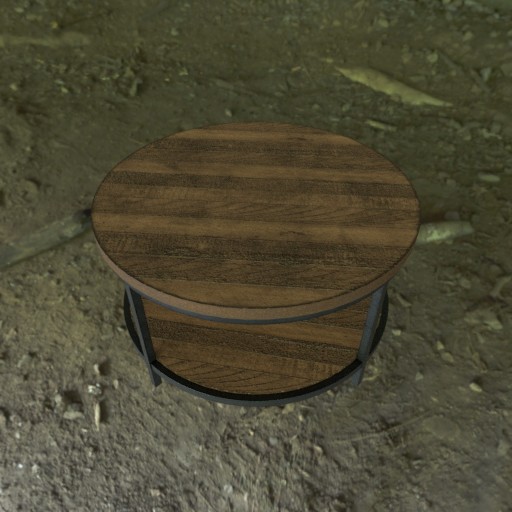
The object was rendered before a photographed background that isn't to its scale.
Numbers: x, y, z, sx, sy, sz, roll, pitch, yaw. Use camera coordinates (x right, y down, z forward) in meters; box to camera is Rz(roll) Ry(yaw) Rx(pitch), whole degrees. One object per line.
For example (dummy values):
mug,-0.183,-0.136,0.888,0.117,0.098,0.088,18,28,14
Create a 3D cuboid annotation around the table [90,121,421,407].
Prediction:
table,0.000,0.000,1.316,0.837,0.462,0.837,0,41,0
